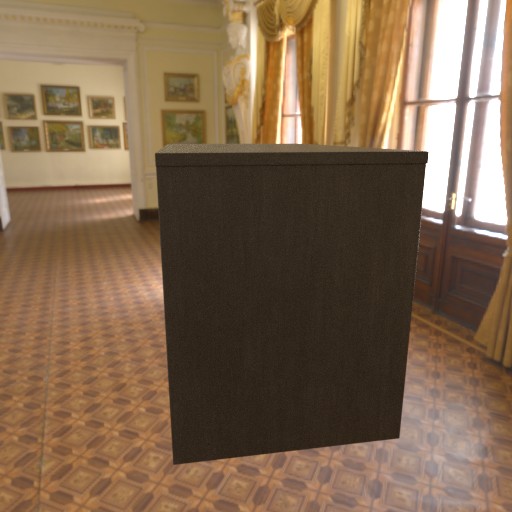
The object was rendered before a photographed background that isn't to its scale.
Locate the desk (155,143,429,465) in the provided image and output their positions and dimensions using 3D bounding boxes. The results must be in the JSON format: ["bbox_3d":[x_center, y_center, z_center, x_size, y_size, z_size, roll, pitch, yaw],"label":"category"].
[{"bbox_3d":[0.000,0.000,1.562,0.600,0.750,1.100,-3,15,-9],"label":"desk"}]
